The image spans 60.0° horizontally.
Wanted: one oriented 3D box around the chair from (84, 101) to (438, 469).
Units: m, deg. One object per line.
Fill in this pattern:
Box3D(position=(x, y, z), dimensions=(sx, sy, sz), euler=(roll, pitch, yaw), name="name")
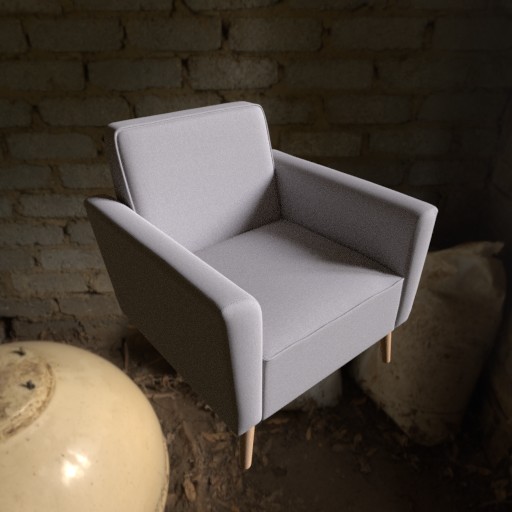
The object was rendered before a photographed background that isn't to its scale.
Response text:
Box3D(position=(0.000, 0.000, 1.404), dimensions=(0.780, 0.780, 0.750), euler=(-23, 38, -33), name="chair")
